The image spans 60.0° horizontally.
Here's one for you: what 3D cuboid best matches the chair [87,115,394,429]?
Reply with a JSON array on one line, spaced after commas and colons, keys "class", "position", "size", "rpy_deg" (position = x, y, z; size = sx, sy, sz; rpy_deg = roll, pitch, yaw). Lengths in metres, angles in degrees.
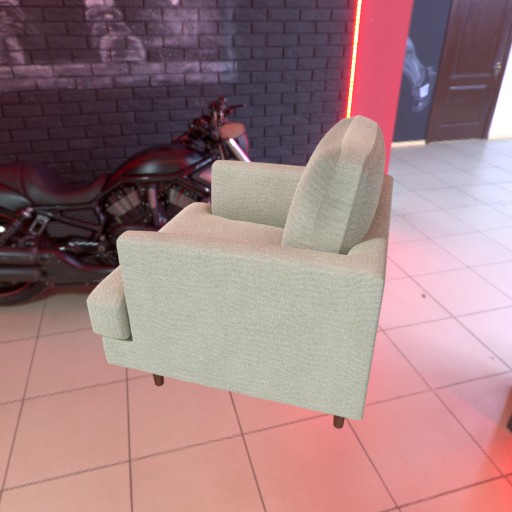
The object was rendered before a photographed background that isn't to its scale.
[{"class": "chair", "position": [0.000, 0.000, 1.630], "size": [0.899, 0.957, 0.858], "rpy_deg": [8, 30, 15]}]
